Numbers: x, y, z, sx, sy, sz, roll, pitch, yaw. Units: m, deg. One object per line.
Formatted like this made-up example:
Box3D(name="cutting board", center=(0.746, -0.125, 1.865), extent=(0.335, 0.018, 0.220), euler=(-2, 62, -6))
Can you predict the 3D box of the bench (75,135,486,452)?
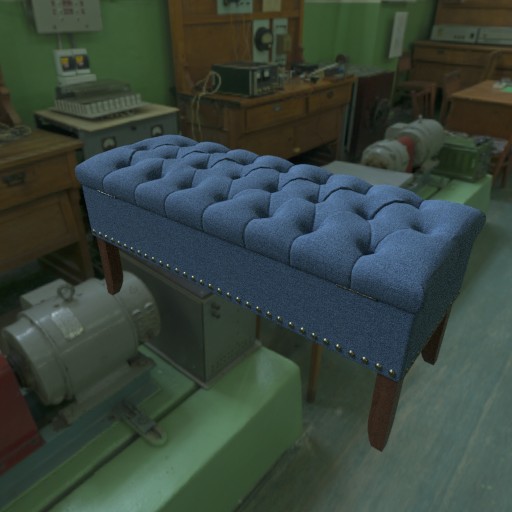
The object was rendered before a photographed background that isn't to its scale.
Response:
Box3D(name="bench", center=(0.000, 0.000, 1.274), extent=(1.052, 0.492, 0.417), euler=(22, 37, 32))
